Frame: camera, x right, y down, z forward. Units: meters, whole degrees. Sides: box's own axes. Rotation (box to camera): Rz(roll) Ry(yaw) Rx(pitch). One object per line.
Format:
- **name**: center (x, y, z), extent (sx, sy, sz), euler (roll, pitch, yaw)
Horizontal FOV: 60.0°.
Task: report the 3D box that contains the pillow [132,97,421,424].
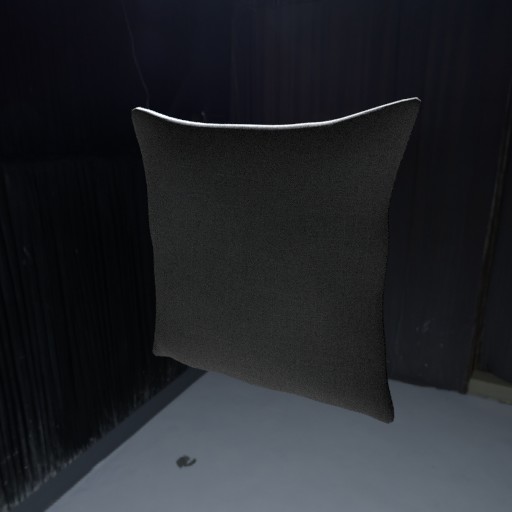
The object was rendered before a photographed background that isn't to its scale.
- **pillow**: center (0.000, 0.000, 0.661), extent (0.435, 0.432, 0.138), euler (8, 18, 27)
